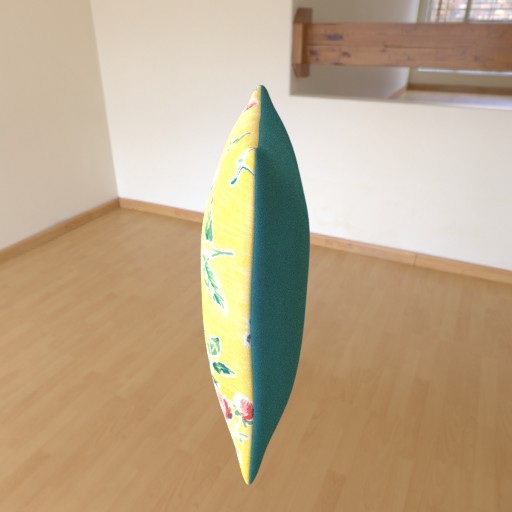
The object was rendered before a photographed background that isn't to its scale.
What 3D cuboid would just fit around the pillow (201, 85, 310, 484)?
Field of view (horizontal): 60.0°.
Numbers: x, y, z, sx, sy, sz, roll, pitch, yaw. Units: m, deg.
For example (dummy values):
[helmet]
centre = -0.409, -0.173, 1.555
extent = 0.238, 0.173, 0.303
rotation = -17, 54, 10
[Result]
[pillow]
centre = 0.000, 0.000, 0.779
extent = 0.166, 0.508, 0.525
rotation = 1, 28, 1
